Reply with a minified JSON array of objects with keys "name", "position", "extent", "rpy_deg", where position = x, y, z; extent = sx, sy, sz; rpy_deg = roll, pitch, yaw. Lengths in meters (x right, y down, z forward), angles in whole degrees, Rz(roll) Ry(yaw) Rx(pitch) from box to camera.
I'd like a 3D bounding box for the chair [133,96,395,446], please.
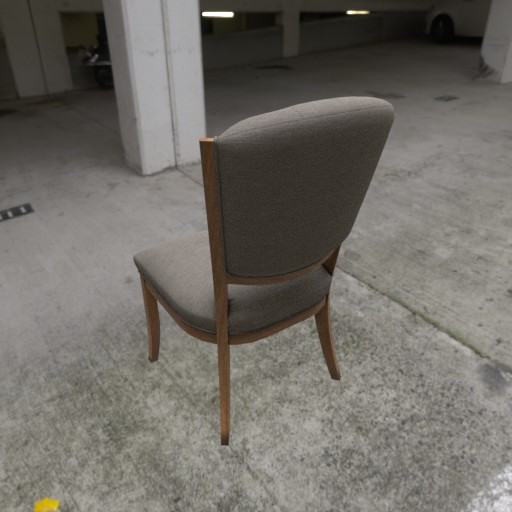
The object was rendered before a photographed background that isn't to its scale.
[{"name":"chair","position":[0.000,0.000,1.231],"extent":[0.513,0.905,0.584],"rpy_deg":[-19,34,-30]}]
